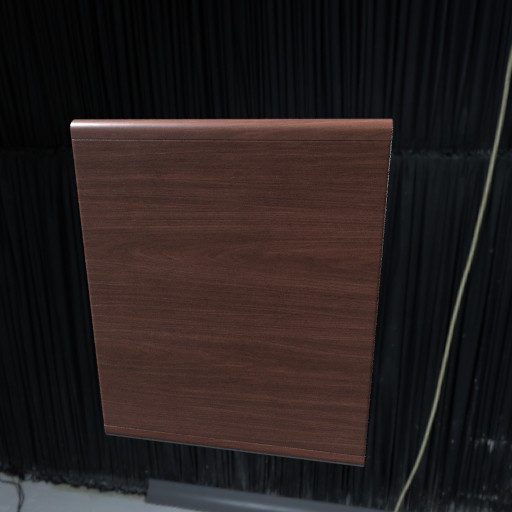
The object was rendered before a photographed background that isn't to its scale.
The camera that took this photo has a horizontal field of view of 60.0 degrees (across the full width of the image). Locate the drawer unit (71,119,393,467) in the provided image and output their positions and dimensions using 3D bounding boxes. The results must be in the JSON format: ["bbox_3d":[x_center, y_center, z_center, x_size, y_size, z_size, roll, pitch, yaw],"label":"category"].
[{"bbox_3d":[0.000,0.000,0.602,0.290,0.351,0.349,3,17,10],"label":"drawer unit"}]
